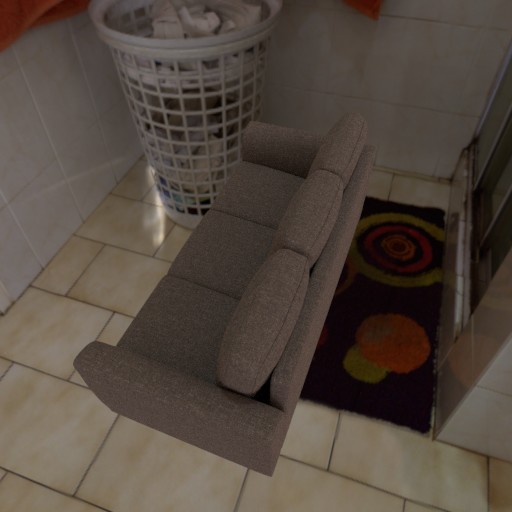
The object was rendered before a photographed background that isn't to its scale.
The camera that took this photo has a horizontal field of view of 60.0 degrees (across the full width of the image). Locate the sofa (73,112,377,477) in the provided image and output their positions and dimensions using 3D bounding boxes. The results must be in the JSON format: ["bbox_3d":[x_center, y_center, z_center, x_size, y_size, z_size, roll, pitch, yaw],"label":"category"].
[{"bbox_3d":[0.000,0.000,2.291,0.837,0.891,1.847,16,50,14],"label":"sofa"}]
